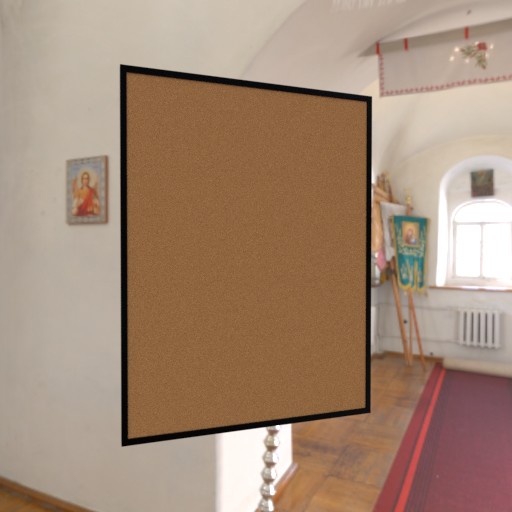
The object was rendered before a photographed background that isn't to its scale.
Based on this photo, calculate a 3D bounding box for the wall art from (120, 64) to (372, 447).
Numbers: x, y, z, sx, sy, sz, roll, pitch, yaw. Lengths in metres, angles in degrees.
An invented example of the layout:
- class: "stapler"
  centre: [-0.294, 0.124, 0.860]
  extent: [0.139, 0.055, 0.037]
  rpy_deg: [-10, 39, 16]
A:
- class: "wall art"
  centre: [0.000, 0.000, 1.376]
  extent: [0.805, 1.062, 0.040]
  rpy_deg: [0, 1, -19]
